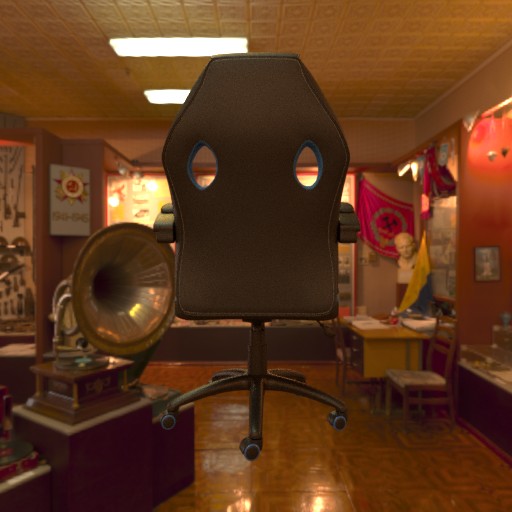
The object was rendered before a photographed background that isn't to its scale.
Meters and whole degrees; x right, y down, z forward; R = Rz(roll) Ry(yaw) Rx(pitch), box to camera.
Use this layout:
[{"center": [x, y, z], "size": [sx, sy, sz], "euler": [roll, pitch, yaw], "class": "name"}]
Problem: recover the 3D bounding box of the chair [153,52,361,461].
[{"center": [0.000, 0.000, 1.613], "size": [0.673, 1.187, 0.724], "euler": [0, 1, 1], "class": "chair"}]
